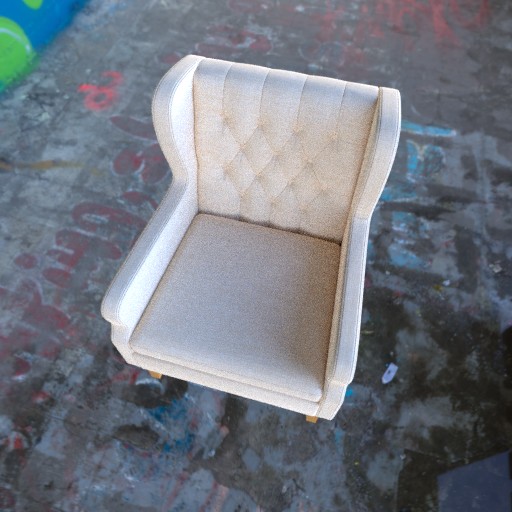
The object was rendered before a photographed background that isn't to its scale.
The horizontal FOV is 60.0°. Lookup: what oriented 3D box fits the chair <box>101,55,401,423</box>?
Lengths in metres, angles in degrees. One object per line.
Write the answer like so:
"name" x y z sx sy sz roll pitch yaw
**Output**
"chair" 0.000 0.000 1.438 0.710 0.930 0.760 13 58 8
